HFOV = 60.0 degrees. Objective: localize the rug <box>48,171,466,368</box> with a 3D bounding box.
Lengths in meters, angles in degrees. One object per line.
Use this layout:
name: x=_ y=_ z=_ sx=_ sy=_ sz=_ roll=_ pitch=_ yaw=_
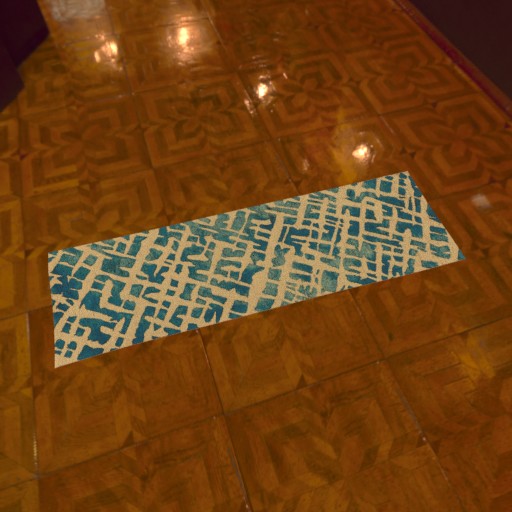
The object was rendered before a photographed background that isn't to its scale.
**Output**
rug: x=0.000 y=0.000 z=2.719 sx=2.446 sy=0.011 sz=0.768 roll=-14 pitch=57 yaw=-9
